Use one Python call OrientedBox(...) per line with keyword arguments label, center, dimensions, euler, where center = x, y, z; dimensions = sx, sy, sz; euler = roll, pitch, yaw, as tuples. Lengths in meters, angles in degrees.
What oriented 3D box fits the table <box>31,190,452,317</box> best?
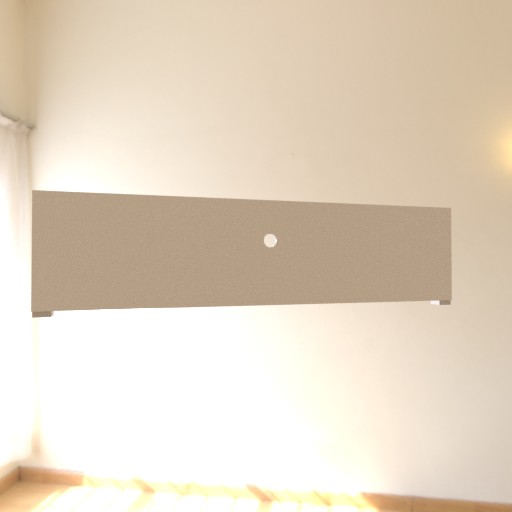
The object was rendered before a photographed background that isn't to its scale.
OrientedBox(label="table", center=(0.000, 0.000, 1.874), dimensions=(1.650, 0.420, 0.390), euler=(0, -1, -16))
